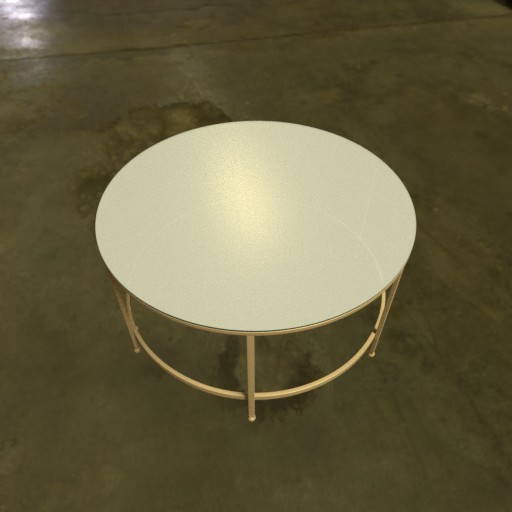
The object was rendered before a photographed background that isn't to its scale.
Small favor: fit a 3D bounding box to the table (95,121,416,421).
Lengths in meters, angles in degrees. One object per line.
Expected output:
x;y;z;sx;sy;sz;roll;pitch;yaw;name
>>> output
0.000;0.000;1.465;0.914;0.470;0.914;0;46;0;table
